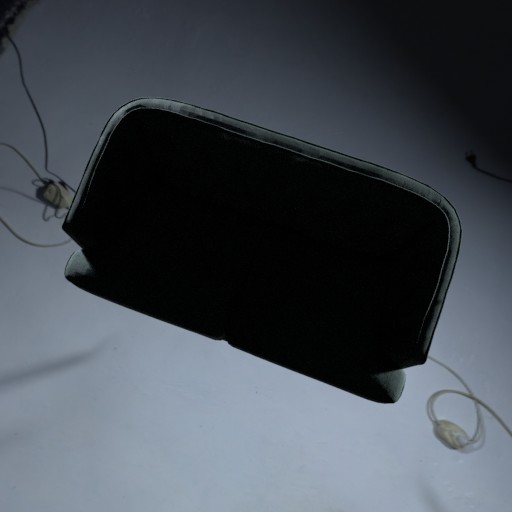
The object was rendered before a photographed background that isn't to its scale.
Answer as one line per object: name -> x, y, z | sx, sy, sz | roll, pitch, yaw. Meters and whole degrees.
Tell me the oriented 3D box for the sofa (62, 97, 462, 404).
sofa -> 0.000, 0.000, 2.253 | 1.733, 0.855, 0.941 | 20, 74, 6
